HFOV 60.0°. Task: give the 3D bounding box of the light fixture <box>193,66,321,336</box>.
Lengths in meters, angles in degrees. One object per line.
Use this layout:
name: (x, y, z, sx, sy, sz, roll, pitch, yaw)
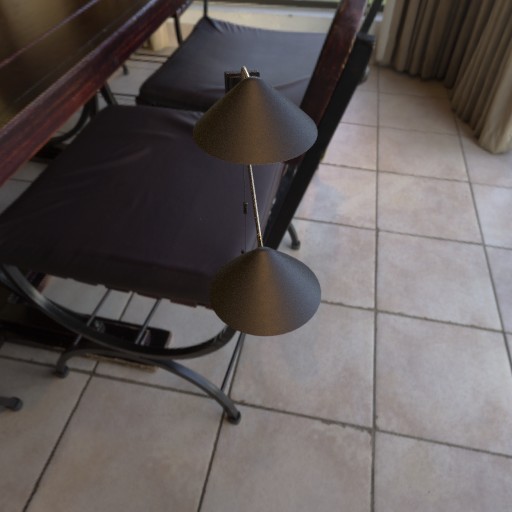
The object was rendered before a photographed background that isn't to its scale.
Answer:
light fixture: (0.000, 0.000, 0.857, 0.189, 0.665, 0.422, -5, 46, -5)
